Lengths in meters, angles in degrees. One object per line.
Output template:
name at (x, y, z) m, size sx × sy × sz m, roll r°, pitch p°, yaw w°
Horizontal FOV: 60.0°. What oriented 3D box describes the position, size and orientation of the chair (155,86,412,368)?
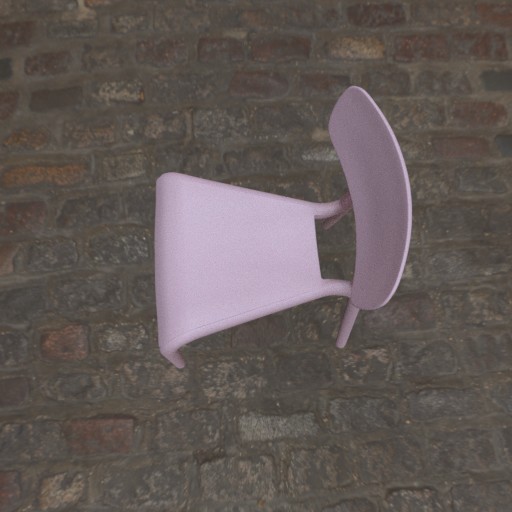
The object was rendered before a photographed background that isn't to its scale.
chair at (0.000, 0.000, 0.802) m, size 0.401 × 0.580 × 0.356 m, roll -4°, pitch 75°, yaw -1°
